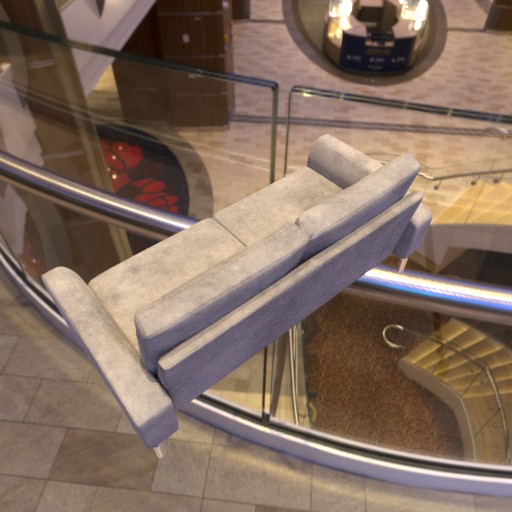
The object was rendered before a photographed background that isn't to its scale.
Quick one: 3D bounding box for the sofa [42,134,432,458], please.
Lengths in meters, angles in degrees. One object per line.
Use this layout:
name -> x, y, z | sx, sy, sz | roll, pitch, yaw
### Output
sofa -> 0.000, 0.000, 2.279 | 1.837, 0.859, 0.849 | -31, 54, -26
